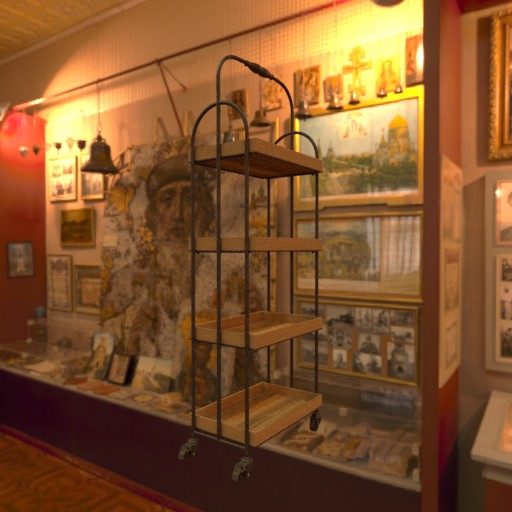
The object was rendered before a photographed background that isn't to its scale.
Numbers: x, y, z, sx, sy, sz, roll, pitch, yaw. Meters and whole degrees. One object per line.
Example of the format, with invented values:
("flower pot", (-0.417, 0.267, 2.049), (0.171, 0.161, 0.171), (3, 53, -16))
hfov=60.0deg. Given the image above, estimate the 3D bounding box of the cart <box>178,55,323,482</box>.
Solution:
("cart", (0.000, 0.000, 1.724), (0.308, 1.481, 0.581), (1, 1, 36))
